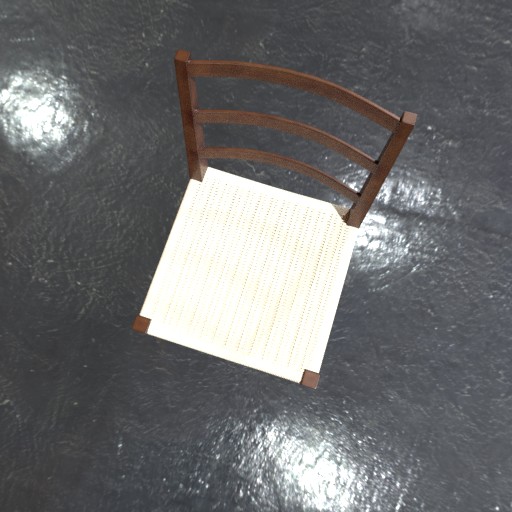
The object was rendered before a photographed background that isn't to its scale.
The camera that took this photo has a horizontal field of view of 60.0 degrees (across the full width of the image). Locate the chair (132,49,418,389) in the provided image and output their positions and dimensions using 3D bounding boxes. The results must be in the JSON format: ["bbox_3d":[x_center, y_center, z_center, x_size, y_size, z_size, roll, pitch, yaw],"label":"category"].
[{"bbox_3d":[0.000,0.000,1.160,0.480,0.813,0.551,17,76,4],"label":"chair"}]
